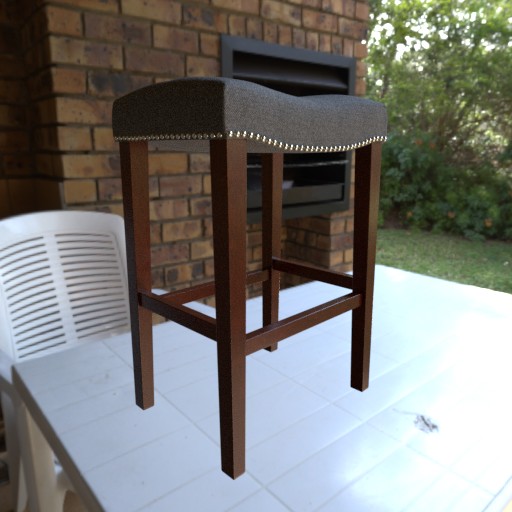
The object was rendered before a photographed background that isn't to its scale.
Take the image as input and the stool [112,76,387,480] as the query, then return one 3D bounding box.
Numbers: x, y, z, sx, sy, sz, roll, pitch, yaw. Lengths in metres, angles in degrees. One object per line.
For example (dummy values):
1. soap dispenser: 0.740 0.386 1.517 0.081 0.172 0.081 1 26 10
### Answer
1. stool: 0.000 0.000 1.048 0.504 0.742 0.372 -13 19 -43
